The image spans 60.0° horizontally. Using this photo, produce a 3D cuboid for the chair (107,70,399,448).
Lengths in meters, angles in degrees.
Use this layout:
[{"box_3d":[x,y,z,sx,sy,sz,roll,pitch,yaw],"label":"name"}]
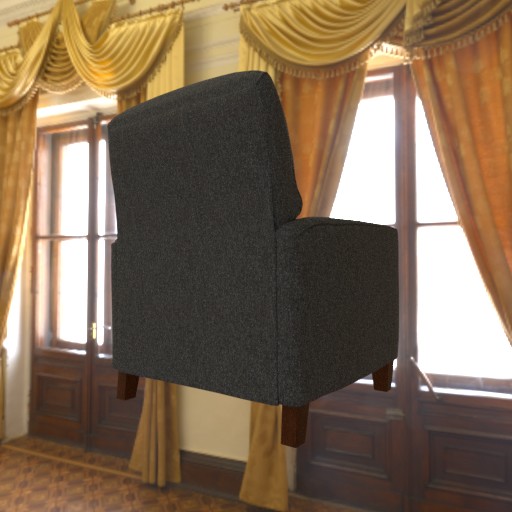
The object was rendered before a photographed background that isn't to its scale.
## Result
[{"box_3d":[0.000,0.000,1.635,0.839,1.016,0.850,-1,-2,36],"label":"chair"}]
